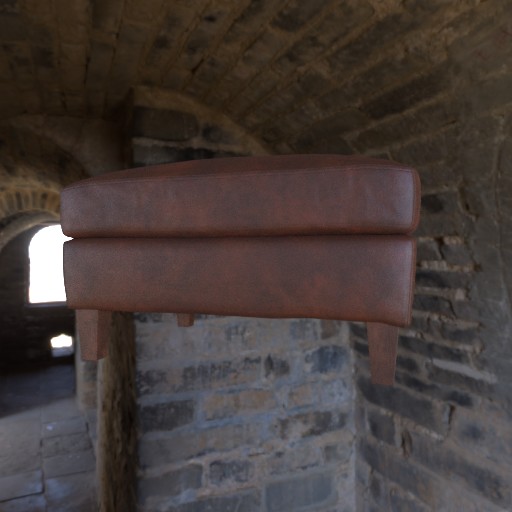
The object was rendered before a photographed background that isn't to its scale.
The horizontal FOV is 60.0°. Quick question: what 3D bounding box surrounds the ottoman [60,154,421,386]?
[{"bbox_3d":[0.000,0.000,1.288,0.887,0.527,0.659,0,1,17],"label":"ottoman"}]
